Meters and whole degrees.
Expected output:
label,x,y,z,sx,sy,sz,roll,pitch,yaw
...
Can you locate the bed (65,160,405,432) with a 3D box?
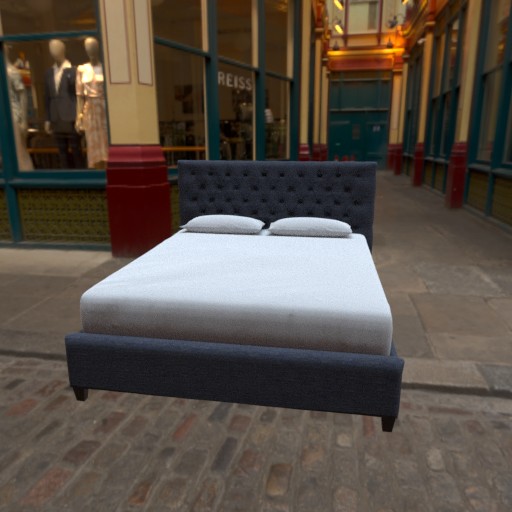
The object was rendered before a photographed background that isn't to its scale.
label,x,y,z,sx,sy,sz,roll,pitch,yaw
bed,0.000,0.000,3.657,2.078,1.427,2.387,2,15,9
